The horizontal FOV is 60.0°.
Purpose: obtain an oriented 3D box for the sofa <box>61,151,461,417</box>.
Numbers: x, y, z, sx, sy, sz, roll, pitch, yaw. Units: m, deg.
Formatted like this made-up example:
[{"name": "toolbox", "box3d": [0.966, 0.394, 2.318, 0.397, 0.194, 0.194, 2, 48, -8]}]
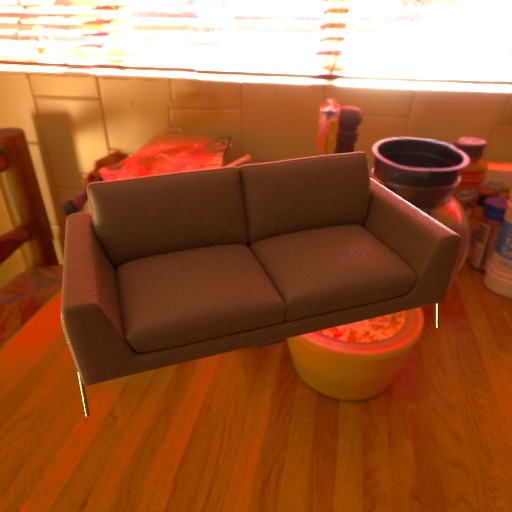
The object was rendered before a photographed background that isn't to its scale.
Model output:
[{"name": "sofa", "box3d": [0.000, 0.000, 2.530, 2.017, 0.875, 0.953, -10, 32, -16]}]
